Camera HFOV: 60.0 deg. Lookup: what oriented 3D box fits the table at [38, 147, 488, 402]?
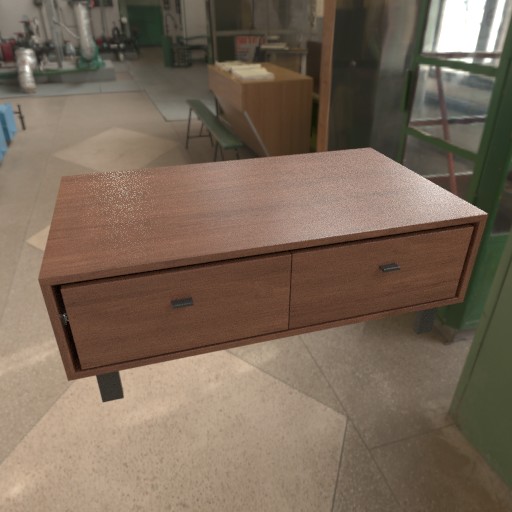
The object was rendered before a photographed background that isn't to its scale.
[{"bbox_3d":[0.000,0.000,1.284,1.020,0.380,0.600,-9,31,-14],"label":"table"}]
